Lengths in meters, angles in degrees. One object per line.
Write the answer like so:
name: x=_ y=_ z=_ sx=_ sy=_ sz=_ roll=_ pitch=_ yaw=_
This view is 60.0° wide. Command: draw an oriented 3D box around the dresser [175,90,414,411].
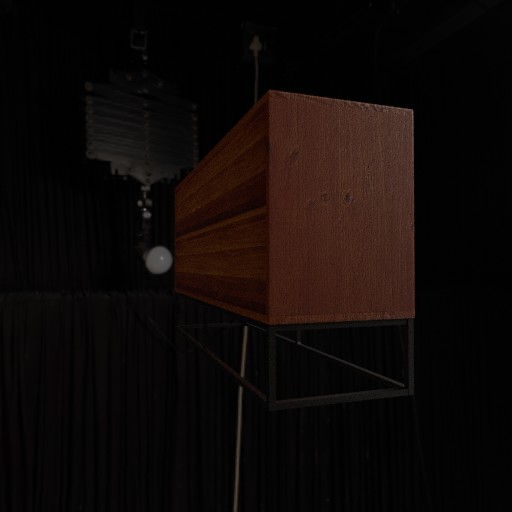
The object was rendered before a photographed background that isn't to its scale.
dresser: x=0.000 y=0.000 z=1.915 sx=0.464 sy=0.810 sz=1.536 roll=0 pitch=-1 yaw=-19
